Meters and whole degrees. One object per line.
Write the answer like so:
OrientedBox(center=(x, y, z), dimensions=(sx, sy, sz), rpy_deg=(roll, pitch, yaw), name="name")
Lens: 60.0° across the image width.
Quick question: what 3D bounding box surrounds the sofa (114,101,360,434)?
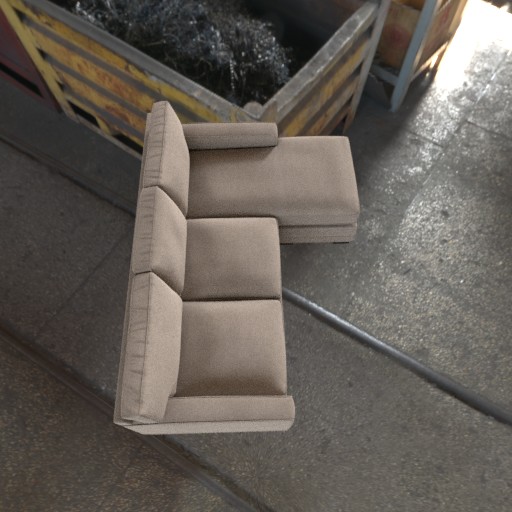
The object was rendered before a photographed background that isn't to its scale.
OrientedBox(center=(0.000, 0.000, 2.910), dimensions=(1.496, 0.861, 2.087), rpy_deg=(-1, 64, -1), name="sofa")
